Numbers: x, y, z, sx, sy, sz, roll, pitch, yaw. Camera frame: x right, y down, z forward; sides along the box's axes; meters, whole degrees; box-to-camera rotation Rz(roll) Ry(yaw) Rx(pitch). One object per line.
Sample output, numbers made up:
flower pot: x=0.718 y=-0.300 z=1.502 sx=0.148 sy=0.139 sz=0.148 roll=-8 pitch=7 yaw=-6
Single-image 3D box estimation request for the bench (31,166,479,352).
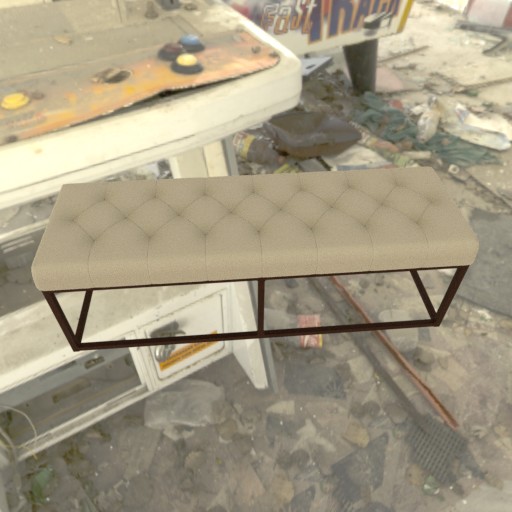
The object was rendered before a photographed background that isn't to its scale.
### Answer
bench: x=0.000 y=0.000 z=1.748 sx=1.488 sy=0.488 sz=0.479 roll=-3 pitch=45 yaw=-3
